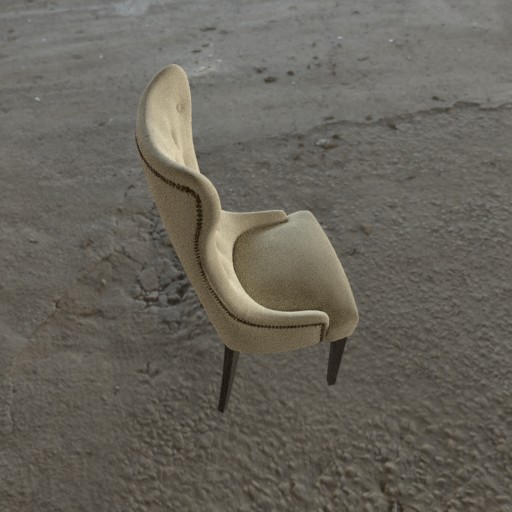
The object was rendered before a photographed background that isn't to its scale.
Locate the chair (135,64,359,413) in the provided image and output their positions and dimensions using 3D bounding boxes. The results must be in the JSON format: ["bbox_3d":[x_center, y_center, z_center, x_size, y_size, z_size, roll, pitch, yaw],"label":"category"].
[{"bbox_3d":[0.000,0.000,1.442,0.590,1.065,0.584,-9,47,-9],"label":"chair"}]
